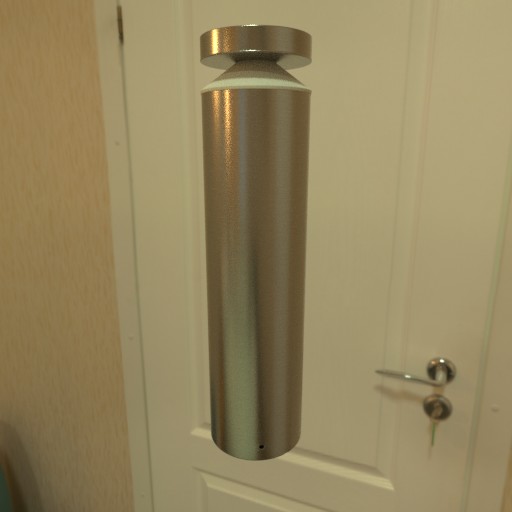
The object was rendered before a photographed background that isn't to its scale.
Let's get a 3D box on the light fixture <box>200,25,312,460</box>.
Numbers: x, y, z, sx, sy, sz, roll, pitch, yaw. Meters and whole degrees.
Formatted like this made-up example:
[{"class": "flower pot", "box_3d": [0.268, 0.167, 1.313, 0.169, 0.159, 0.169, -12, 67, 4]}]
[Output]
[{"class": "light fixture", "box_3d": [0.000, 0.000, 0.446, 0.102, 0.400, 0.102, -2, 14, -6]}]
